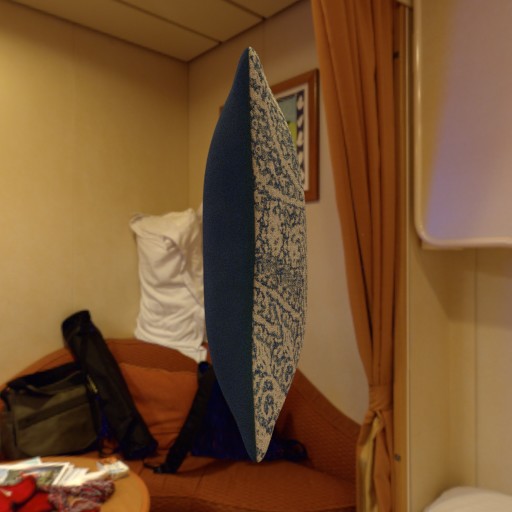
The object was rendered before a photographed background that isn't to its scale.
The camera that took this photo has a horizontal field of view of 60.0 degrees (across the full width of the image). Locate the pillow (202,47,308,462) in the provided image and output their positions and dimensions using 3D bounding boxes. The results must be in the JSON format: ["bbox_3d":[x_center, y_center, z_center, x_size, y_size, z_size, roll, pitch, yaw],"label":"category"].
[{"bbox_3d":[0.000,0.000,0.790,0.166,0.510,0.523,0,-1,1],"label":"pillow"}]
